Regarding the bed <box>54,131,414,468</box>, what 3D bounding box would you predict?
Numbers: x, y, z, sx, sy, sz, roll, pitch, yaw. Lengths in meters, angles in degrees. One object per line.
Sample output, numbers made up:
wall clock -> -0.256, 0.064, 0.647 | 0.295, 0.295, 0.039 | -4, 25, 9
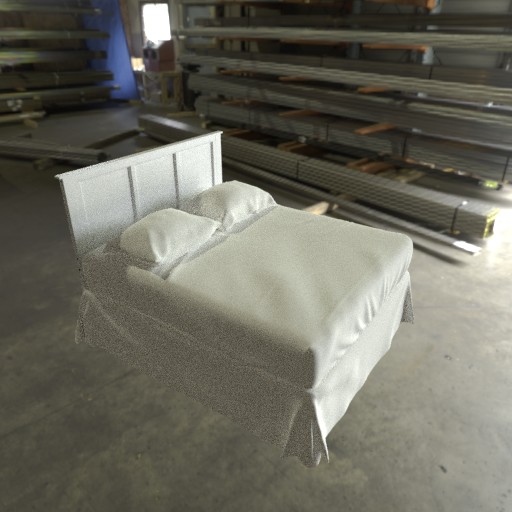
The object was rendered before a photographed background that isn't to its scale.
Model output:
bed -> 0.000, 0.000, 3.202 | 2.047, 1.269, 1.876 | 18, 32, 30
